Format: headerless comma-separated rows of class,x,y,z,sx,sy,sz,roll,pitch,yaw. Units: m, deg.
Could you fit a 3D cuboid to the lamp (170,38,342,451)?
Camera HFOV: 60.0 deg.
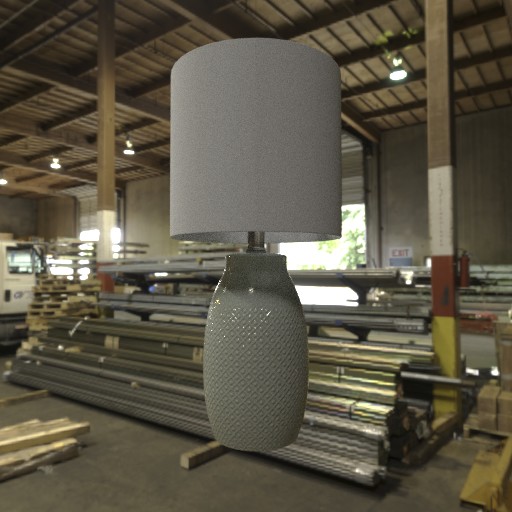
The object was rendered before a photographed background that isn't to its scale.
lamp,0.000,0.000,0.567,0.217,0.453,0.217,-1,-2,36
